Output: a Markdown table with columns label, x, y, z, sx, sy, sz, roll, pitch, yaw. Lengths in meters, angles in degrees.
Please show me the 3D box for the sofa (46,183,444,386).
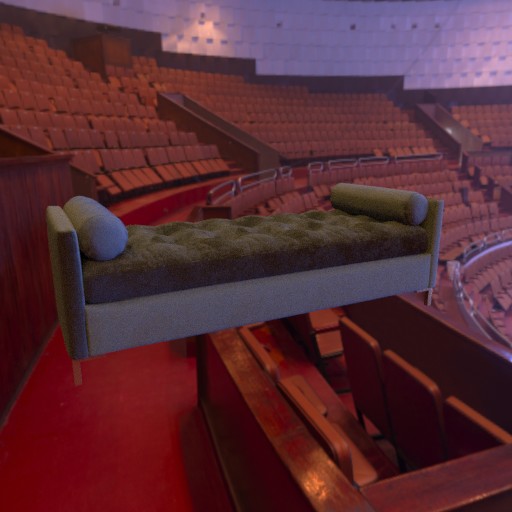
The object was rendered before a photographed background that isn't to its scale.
| label | x | y | z | sx | sy | sz | roll | pitch | yaw |
| --- | --- | --- | --- | --- | --- | --- | --- | --- | --- |
| sofa | 0.000 | 0.000 | 2.518 | 2.102 | 0.705 | 0.796 | -7 | 16 | -26 |
